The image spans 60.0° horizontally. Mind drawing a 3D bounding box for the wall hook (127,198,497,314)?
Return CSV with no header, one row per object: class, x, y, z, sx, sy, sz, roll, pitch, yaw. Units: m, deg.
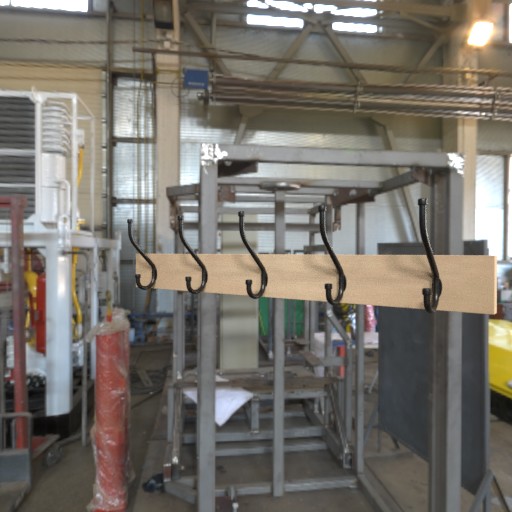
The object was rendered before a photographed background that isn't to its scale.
wall hook,0.000,0.000,0.602,0.571,0.117,0.071,0,1,37
